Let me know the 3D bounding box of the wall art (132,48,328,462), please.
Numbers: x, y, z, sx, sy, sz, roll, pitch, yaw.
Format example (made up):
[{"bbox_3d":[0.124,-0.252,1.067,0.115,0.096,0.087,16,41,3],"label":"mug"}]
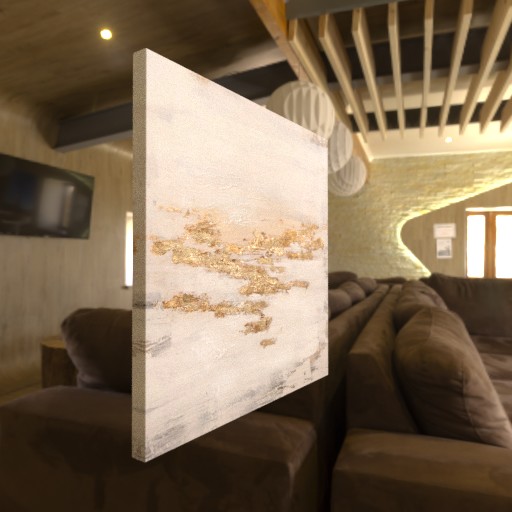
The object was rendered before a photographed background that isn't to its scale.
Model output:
[{"bbox_3d":[0.000,0.000,1.125,0.038,0.755,0.753,0,-1,35],"label":"wall art"}]
